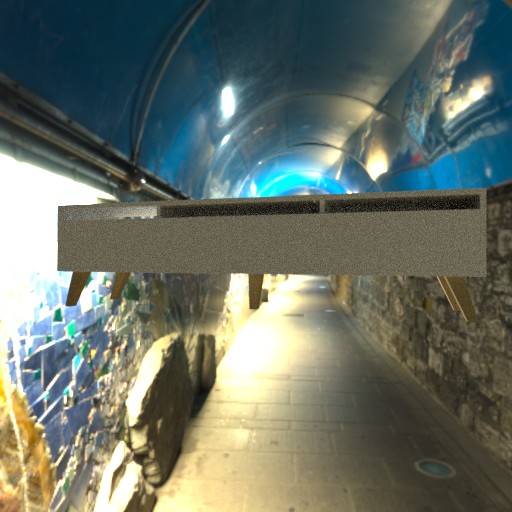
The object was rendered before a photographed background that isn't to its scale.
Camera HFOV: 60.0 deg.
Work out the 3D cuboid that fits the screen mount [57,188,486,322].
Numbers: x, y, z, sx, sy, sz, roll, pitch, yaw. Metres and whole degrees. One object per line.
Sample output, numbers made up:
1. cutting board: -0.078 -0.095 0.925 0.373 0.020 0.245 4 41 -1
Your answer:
1. screen mount: 0.000 0.000 1.831 1.644 0.432 0.399 0 0 17
